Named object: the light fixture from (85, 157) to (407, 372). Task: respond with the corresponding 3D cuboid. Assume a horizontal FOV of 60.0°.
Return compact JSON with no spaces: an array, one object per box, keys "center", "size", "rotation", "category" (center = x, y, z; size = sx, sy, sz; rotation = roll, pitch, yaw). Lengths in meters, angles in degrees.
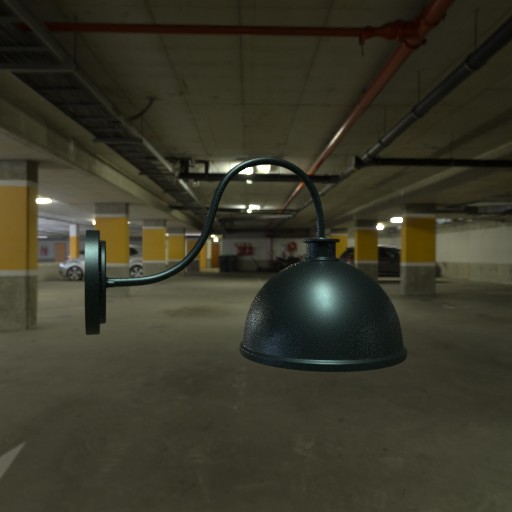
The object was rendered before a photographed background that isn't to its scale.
[{"center":[0.000,0.000,0.653],"size":[0.467,0.295,0.253],"rotation":[0,0,-19],"category":"light fixture"}]
